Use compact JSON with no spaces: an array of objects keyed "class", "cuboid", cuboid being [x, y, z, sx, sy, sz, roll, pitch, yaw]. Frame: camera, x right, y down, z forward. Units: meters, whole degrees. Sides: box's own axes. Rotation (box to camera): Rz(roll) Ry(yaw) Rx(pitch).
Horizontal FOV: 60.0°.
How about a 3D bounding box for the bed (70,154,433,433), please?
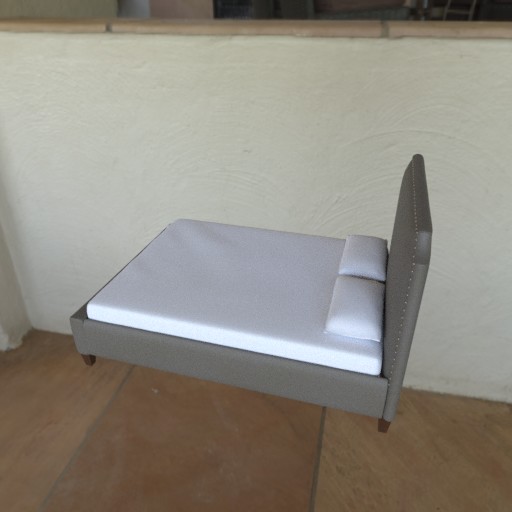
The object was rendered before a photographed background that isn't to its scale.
[{"class":"bed","cuboid":[0.000,0.000,3.516,2.372,1.443,1.712,8,31,14]}]
